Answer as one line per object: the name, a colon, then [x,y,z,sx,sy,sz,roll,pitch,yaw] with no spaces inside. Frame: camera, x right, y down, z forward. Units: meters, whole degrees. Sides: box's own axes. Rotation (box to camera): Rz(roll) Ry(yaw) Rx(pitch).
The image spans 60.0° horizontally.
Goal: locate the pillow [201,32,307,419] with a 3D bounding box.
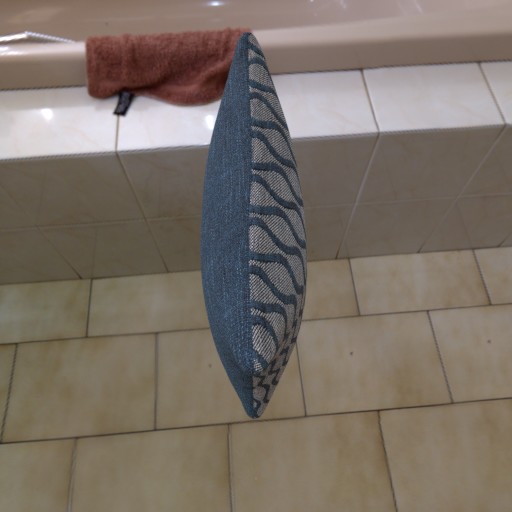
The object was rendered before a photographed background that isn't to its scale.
pillow: [0.000,0.000,0.663,0.159,0.435,0.435,-2,63,-1]
